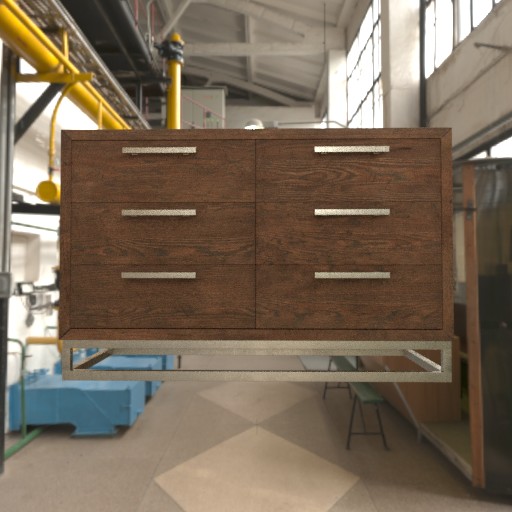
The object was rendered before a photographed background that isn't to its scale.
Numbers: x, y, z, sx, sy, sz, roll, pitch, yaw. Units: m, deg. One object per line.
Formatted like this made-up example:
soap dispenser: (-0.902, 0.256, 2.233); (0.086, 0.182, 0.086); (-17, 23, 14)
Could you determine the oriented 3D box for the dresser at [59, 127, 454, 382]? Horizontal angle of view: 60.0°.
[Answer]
dresser: (0.000, 0.000, 2.133); (1.646, 1.061, 0.623); (0, -1, 1)
